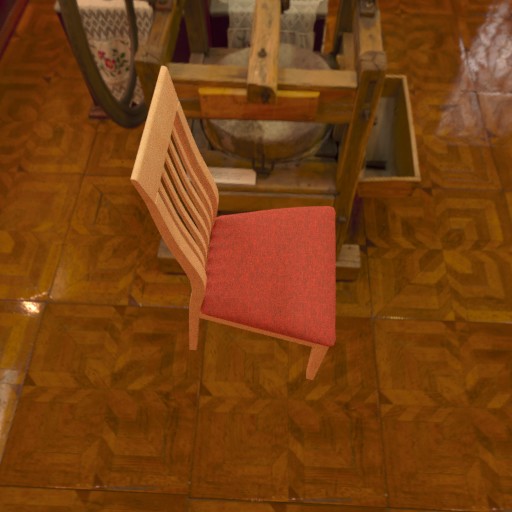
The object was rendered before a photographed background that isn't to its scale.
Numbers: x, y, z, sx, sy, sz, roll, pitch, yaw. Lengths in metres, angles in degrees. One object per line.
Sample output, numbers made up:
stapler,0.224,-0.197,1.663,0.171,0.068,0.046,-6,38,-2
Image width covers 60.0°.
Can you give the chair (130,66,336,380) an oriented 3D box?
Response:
chair,0.000,0.000,1.271,0.474,1.027,0.460,4,62,2
